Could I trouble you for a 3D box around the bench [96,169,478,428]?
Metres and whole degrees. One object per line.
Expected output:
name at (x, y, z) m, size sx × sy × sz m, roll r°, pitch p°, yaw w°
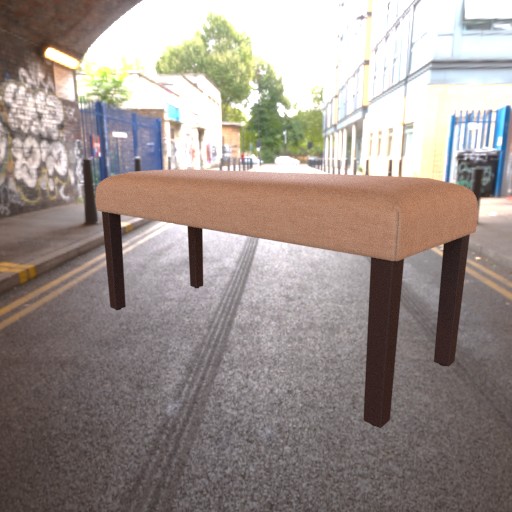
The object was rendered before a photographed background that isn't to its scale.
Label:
bench at (0.000, 0.000, 1.233) m, size 1.013 × 0.456 × 0.407 m, roll 12°, pitch 17°, yaw 42°
